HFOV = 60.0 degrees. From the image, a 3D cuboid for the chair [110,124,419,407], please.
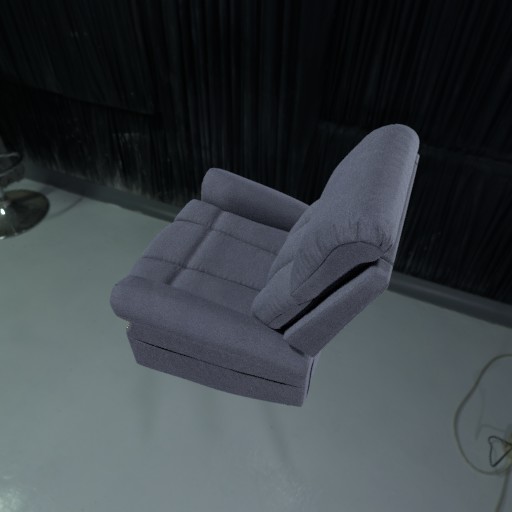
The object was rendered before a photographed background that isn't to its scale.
[{"bbox_3d":[0.000,0.000,1.734,0.979,1.031,0.871,16,47,15],"label":"chair"}]
